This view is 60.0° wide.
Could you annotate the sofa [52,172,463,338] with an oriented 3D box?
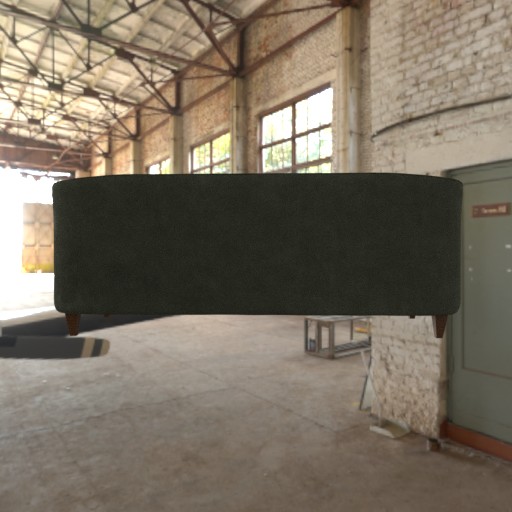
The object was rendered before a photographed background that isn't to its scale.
[{"bbox_3d":[0.000,0.000,2.711,2.278,0.855,0.941,0,0,2],"label":"sofa"}]
